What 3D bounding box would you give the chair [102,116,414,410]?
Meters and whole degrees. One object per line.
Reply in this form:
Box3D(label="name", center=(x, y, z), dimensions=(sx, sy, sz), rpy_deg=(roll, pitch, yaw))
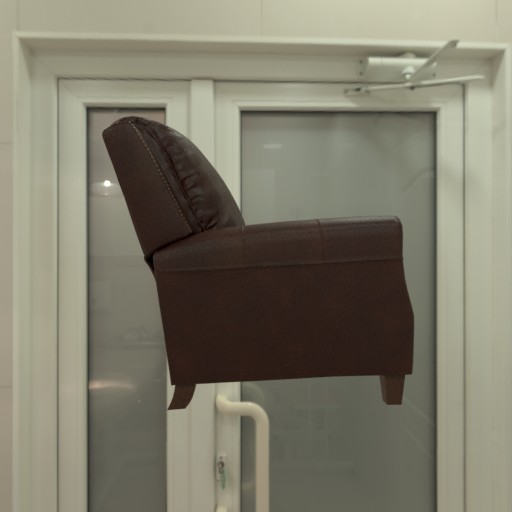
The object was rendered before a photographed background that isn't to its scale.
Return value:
Box3D(label="chair", center=(0.000, 0.000, 1.842), dimensions=(1.089, 1.022, 0.826), rpy_deg=(0, 0, -2))
